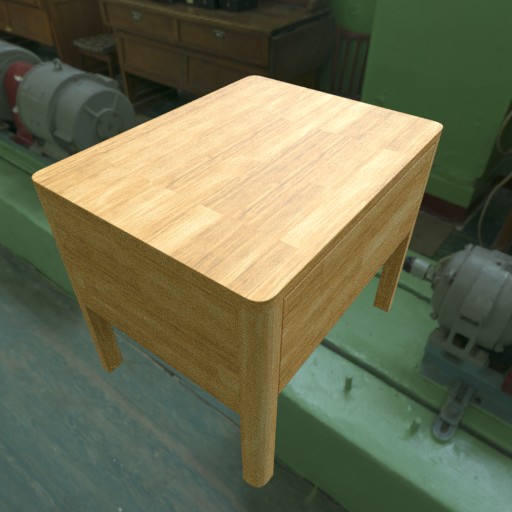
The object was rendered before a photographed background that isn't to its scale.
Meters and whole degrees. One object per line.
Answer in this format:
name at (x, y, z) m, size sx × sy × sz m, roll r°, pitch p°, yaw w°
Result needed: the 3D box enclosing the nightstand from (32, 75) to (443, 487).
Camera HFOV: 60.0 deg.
nightstand at (0.000, 0.000, 0.884) m, size 0.440 × 0.470 × 0.560 m, roll 26°, pitch 47°, yaw 27°
